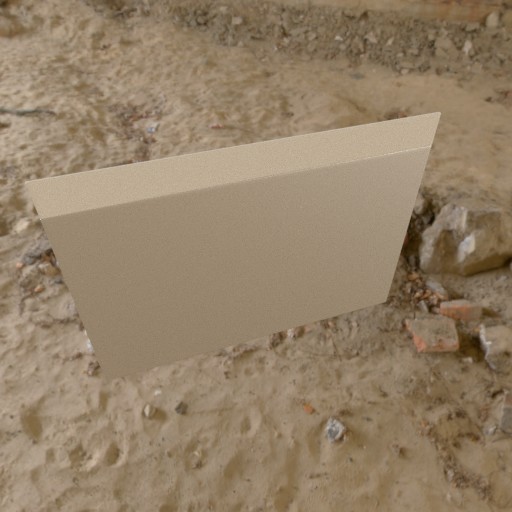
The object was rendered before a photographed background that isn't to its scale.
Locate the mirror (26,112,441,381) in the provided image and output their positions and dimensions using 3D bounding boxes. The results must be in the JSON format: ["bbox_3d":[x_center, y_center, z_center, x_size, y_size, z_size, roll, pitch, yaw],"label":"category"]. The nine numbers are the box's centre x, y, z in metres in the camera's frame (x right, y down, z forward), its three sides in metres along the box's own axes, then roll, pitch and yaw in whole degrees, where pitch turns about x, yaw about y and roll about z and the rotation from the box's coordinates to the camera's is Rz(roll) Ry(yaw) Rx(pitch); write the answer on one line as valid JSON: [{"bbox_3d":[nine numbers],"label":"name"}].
[{"bbox_3d":[0.000,0.000,1.108,0.870,0.630,0.030,-13,44,-14],"label":"mirror"}]
